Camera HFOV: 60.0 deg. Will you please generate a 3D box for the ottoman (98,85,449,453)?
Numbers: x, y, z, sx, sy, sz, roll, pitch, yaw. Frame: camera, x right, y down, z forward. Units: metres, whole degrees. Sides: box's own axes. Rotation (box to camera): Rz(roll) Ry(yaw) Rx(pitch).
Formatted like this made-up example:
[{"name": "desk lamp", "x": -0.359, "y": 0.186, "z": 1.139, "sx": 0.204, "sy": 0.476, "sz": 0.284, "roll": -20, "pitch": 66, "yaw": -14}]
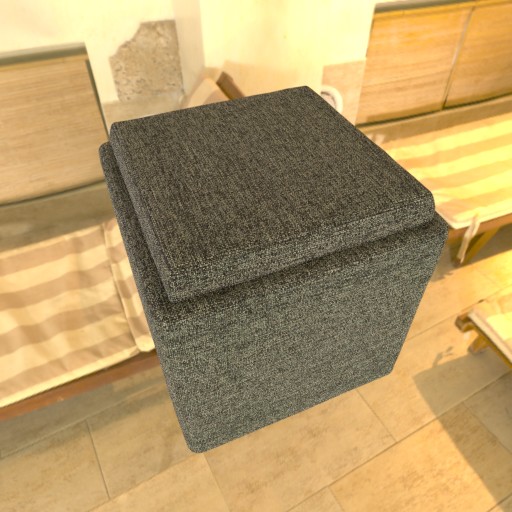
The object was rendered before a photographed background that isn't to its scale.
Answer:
[{"name": "ottoman", "x": 0.000, "y": 0.000, "z": 0.843, "sx": 0.450, "sy": 0.463, "sz": 0.450, "roll": -17, "pitch": 48, "yaw": -16}]
